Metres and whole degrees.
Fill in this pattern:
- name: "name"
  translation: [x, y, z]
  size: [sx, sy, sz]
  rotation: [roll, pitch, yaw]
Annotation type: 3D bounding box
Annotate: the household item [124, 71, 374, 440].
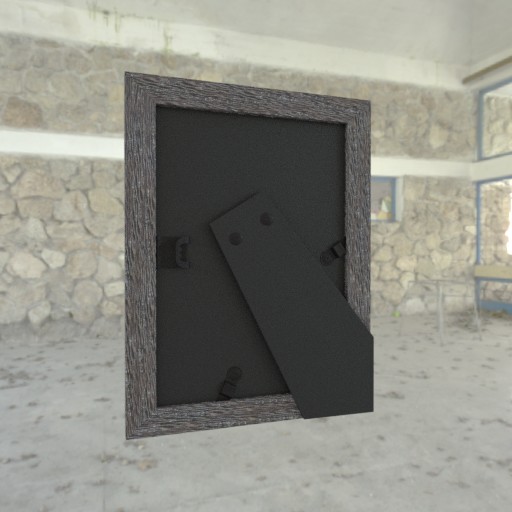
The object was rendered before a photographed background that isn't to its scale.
- name: "household item"
  translation: [0.000, 0.000, 0.282]
  size: [0.160, 0.210, 0.020]
  rotation: [0, 1, -18]
